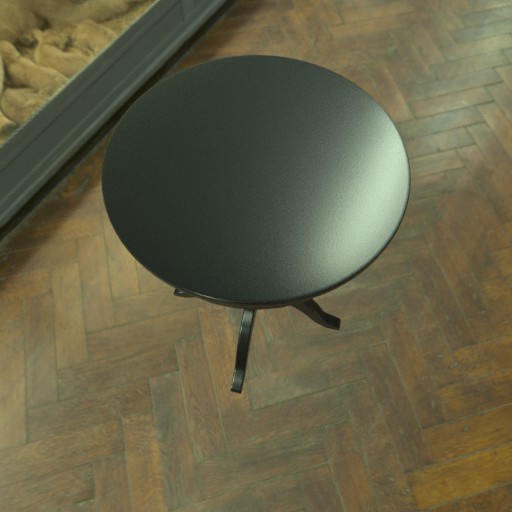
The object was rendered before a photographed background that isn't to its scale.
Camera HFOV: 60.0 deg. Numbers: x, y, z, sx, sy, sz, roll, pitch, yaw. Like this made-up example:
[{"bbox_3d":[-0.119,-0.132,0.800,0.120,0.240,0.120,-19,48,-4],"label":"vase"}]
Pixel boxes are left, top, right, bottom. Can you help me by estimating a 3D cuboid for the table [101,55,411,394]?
[{"bbox_3d":[0.000,0.000,0.985,0.481,0.665,0.481,0,63,0],"label":"table"}]
